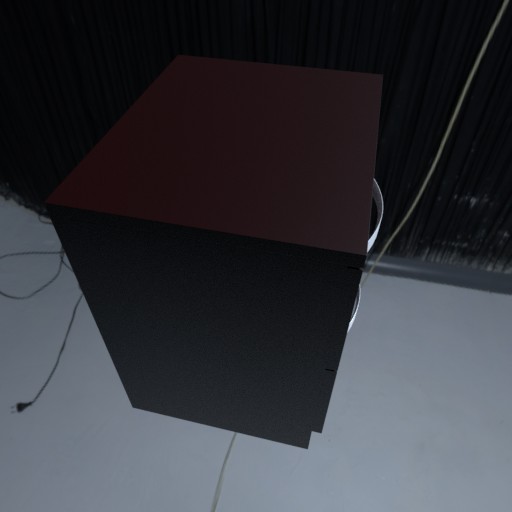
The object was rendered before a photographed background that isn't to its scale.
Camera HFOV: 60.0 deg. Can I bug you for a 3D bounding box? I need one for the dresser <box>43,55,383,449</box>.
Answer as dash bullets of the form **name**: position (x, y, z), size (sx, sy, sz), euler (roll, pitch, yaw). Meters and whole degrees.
- **dresser**: position (0.000, 0.000, 0.736), size (0.360, 0.470, 0.400), euler (10, 46, 9)
